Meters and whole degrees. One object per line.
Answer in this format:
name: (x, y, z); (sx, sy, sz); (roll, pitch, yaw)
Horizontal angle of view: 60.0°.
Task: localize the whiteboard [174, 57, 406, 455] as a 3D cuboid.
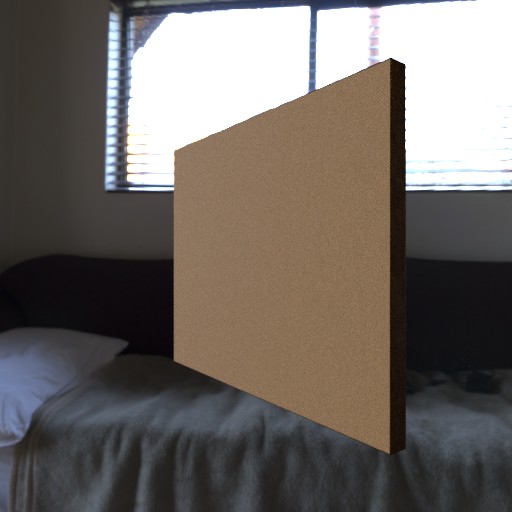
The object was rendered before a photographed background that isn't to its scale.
whiteboard: (0.000, 0.000, 0.743); (0.029, 0.457, 0.561); (0, 0, -36)
